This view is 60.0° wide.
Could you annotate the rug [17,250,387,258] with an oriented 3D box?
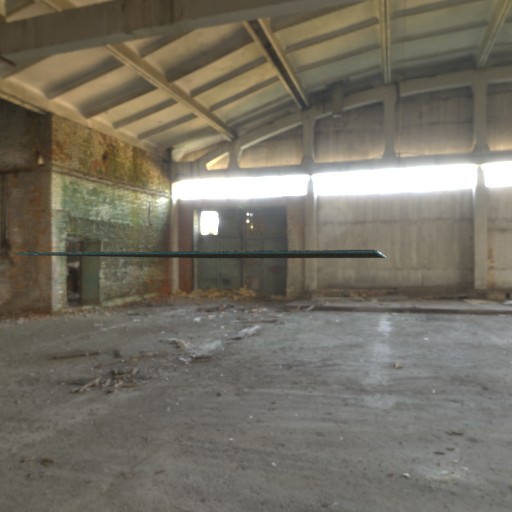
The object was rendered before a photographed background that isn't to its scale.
[{"bbox_3d":[0.000,0.000,2.795,1.554,0.012,2.205,0,-1,17],"label":"rug"}]
